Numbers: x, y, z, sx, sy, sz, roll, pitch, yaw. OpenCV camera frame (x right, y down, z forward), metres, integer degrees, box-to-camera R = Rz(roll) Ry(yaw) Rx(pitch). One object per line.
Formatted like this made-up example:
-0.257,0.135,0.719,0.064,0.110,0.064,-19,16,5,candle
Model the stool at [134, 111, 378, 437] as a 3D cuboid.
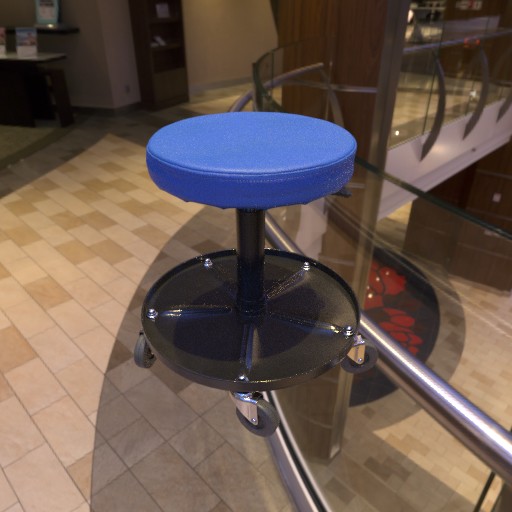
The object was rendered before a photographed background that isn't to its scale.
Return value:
0.000,0.000,0.668,0.382,0.365,0.381,0,31,-1,stool
